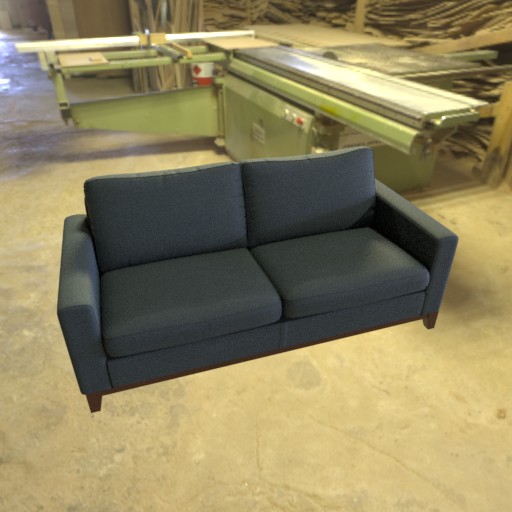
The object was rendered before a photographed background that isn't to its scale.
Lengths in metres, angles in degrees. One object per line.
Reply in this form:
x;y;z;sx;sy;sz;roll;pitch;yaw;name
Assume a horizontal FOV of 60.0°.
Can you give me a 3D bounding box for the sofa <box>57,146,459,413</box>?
0.000;0.000;2.375;1.900;0.865;0.877;-10;33;-15;sofa
